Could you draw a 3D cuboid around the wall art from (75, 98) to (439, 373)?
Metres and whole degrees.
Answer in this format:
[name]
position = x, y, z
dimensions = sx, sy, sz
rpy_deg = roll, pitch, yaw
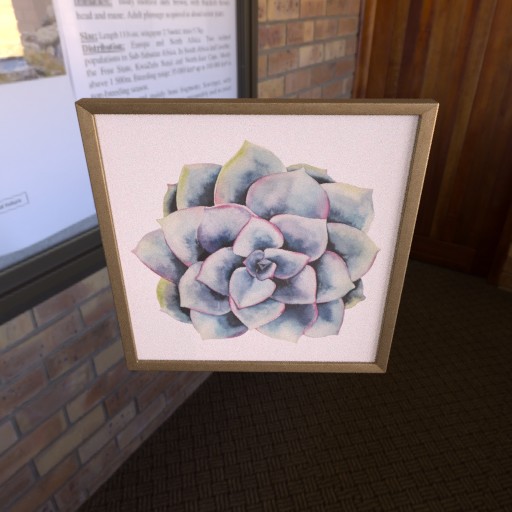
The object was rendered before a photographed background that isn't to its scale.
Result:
[wall art]
position = 0.000, 0.000, 0.750
dimensions = 0.503, 0.506, 0.030
rpy_deg = 0, 30, 1
